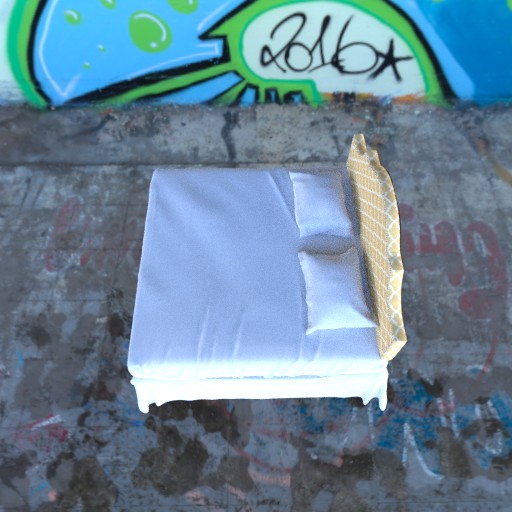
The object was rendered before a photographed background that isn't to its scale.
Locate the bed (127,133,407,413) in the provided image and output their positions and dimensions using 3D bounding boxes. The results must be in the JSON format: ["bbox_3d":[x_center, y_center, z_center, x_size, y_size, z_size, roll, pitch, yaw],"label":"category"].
[{"bbox_3d":[0.000,0.000,3.790,2.222,1.601,2.314,-1,58,-1],"label":"bed"}]
